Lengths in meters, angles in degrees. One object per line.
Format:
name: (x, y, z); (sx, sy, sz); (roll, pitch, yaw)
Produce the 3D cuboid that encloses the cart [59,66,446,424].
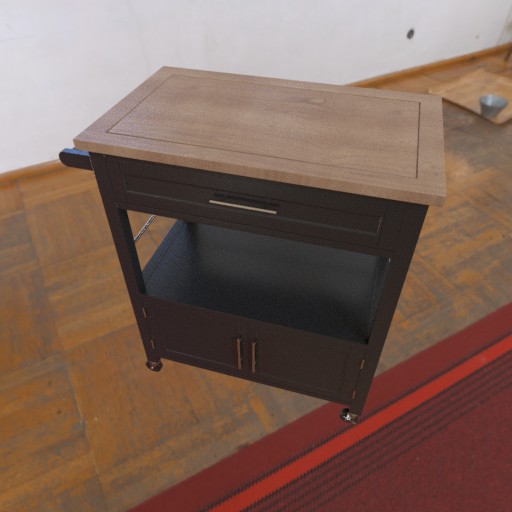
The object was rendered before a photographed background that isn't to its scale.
cart: (0.000, 0.000, 1.343); (0.840, 0.901, 0.459); (11, 44, 12)
